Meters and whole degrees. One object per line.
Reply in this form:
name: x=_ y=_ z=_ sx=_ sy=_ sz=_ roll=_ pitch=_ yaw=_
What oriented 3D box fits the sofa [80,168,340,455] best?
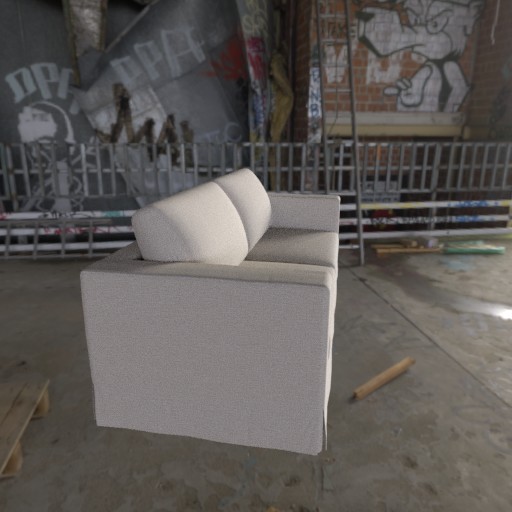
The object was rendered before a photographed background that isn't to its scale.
sofa: x=0.000 y=0.000 z=2.624 sx=0.954 sy=0.881 sz=2.163 roll=3 pitch=16 yaw=11
